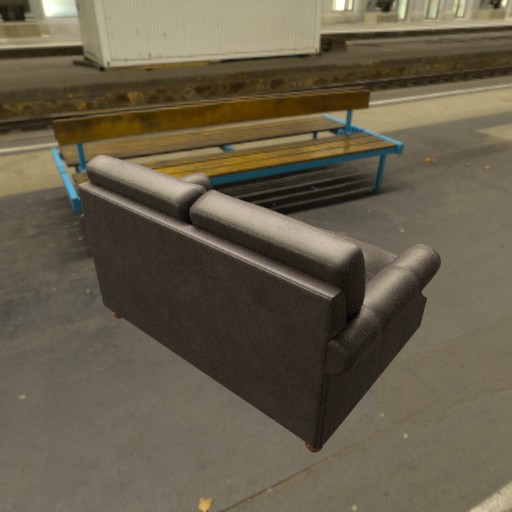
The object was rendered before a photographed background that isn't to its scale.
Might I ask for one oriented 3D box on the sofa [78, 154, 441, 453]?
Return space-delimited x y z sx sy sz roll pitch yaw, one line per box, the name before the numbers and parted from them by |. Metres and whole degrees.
sofa | 0.000 0.000 2.333 1.663 0.979 1.030 23 38 34
